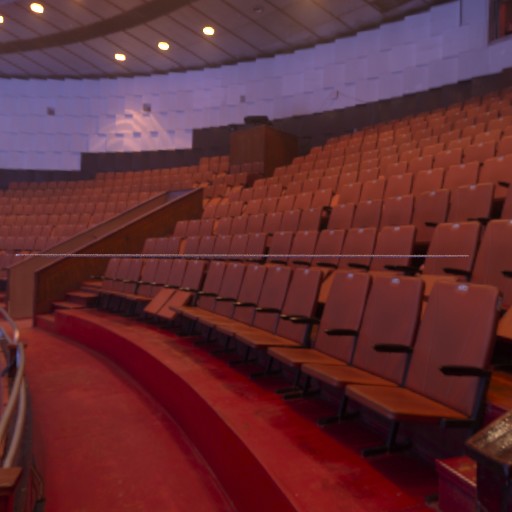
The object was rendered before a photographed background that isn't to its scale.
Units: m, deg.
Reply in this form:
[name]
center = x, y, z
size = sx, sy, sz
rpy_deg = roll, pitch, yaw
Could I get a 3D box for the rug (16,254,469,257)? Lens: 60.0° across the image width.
[rug]
center = 0.000, 0.000, 2.655
size = 2.431, 0.006, 0.806
rpy_deg = 0, 0, -17
